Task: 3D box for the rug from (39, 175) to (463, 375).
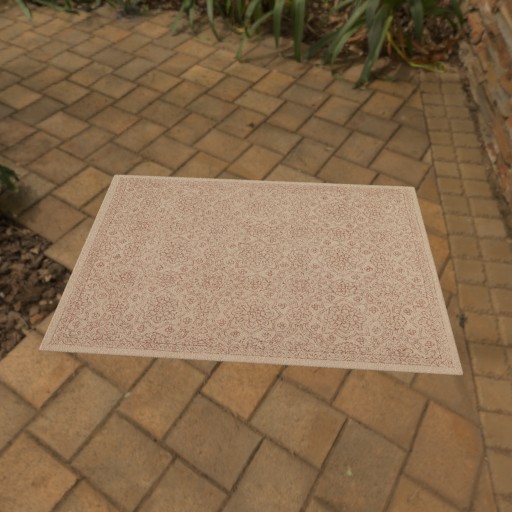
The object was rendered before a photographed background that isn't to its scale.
[{"bbox_3d":[0.000,0.000,2.302,1.829,0.010,1.219,3,49,2],"label":"rug"}]
